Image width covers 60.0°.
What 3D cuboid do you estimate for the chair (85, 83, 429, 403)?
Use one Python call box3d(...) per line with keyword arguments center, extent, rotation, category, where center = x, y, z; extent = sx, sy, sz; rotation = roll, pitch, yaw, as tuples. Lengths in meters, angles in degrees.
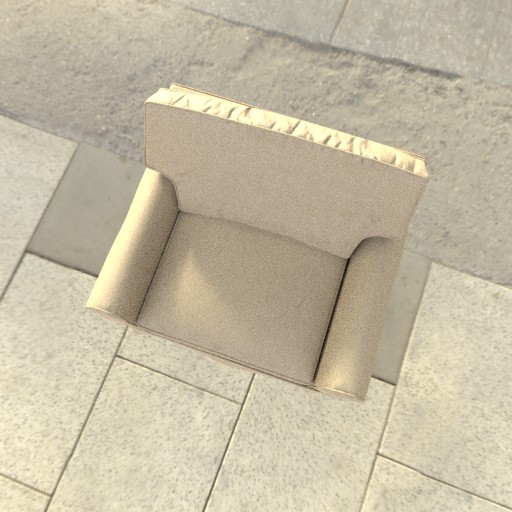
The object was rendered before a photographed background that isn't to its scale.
box3d(center=(0.000, 0.000, 1.796), extent=(1.096, 0.937, 0.903), rotation=(18, 76, 4), category="chair")
